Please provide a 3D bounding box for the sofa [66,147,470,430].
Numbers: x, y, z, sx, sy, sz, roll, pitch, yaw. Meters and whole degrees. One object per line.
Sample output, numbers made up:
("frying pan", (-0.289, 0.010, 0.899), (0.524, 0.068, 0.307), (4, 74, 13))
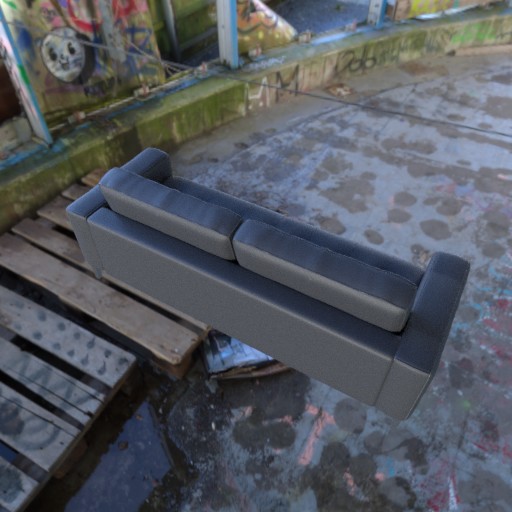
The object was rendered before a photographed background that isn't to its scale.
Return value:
("sofa", (0.000, 0.000, 2.690), (2.275, 0.893, 0.833), (23, 50, 20))
